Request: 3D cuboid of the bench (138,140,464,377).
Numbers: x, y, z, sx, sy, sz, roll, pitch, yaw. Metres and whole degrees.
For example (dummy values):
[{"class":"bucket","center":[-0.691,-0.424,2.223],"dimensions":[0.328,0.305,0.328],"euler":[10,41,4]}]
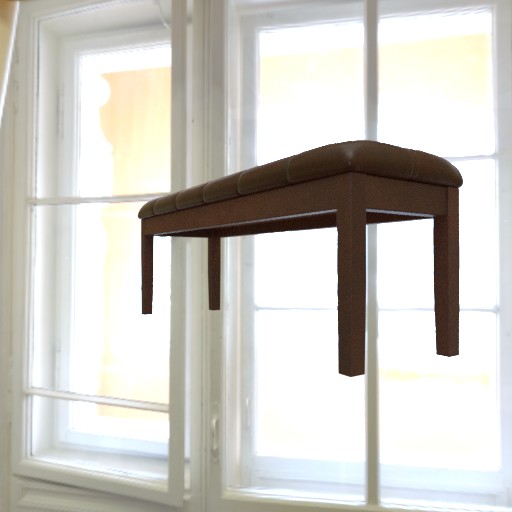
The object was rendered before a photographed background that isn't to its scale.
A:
[{"class":"bench","center":[0.000,0.000,1.484],"dimensions":[0.401,0.491,1.259],"euler":[0,-1,-34]}]
